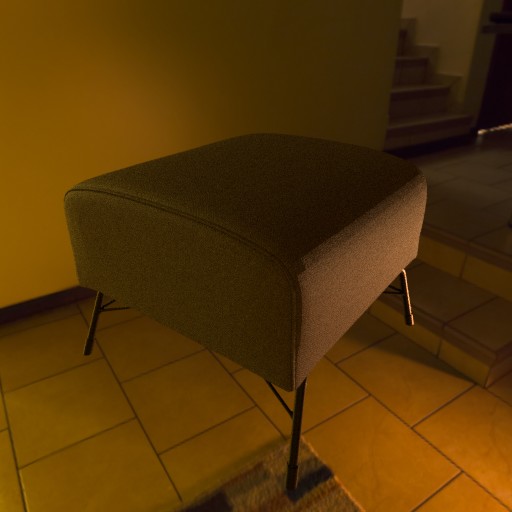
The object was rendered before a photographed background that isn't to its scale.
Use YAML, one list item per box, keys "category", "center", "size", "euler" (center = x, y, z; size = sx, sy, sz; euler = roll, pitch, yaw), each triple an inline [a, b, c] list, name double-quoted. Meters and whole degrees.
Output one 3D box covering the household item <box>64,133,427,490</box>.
- category: "household item"
  center: [0.000, 0.000, 0.894]
  size: [0.530, 0.410, 0.530]
  euler: [19, 33, 32]
